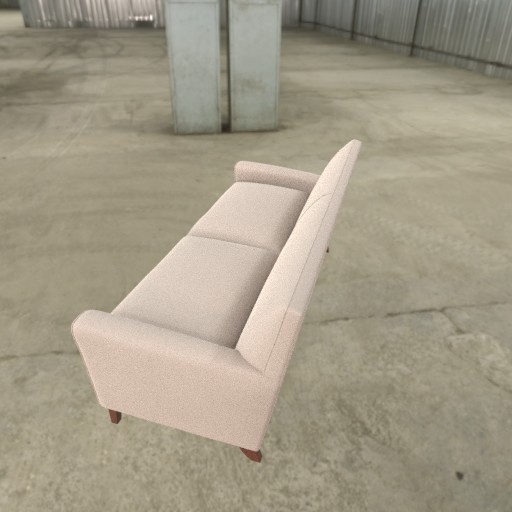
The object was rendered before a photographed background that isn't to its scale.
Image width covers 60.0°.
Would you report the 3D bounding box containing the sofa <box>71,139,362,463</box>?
[{"bbox_3d":[0.000,0.000,2.442,0.875,0.846,2.000,9,32,15],"label":"sofa"}]
